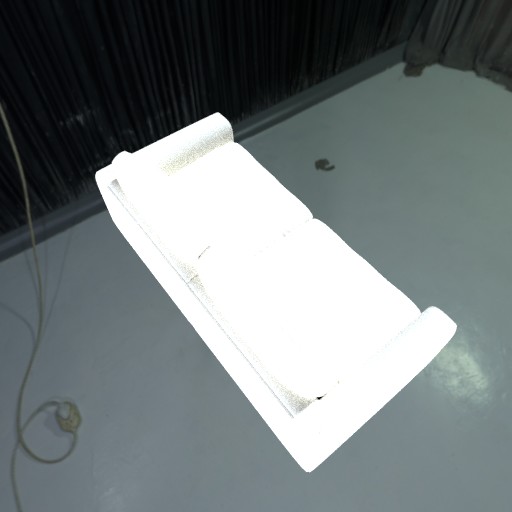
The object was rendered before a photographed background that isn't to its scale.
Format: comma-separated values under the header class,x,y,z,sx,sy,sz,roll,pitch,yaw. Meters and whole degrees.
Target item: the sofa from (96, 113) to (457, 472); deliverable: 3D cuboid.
class,x,y,z,sx,sy,sz,roll,pitch,yaw
sofa,0.000,0.000,2.809,1.070,0.801,2.262,-33,62,-20
